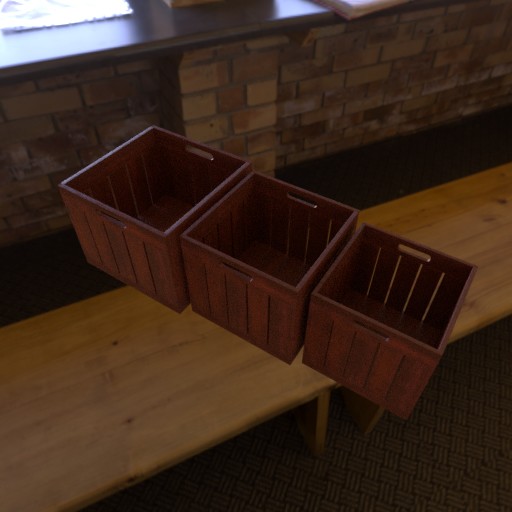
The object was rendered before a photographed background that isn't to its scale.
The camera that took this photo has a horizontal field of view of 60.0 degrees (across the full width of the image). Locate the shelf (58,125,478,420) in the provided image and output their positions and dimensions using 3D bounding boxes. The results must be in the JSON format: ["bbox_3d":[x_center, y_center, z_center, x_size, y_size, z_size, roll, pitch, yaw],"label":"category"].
[{"bbox_3d":[0.000,0.000,1.260,1.064,0.311,0.393,25,51,22],"label":"shelf"}]
